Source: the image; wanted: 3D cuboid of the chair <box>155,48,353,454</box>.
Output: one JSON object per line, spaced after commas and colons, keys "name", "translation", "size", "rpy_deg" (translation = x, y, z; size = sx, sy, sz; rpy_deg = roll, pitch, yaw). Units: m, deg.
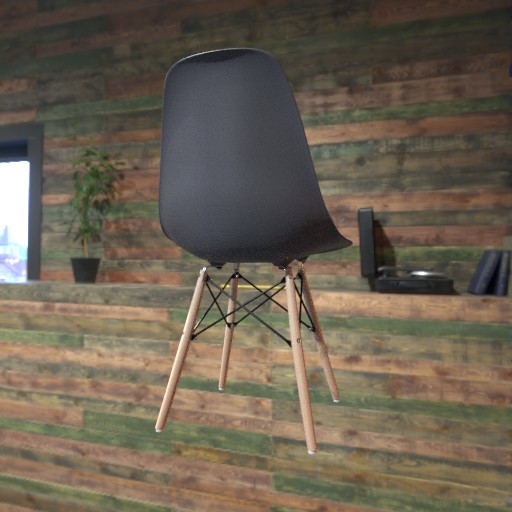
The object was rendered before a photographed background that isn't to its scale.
{"name": "chair", "translation": [0.000, 0.000, 1.144], "size": [0.470, 0.826, 0.533], "rpy_deg": [0, -1, 19]}
